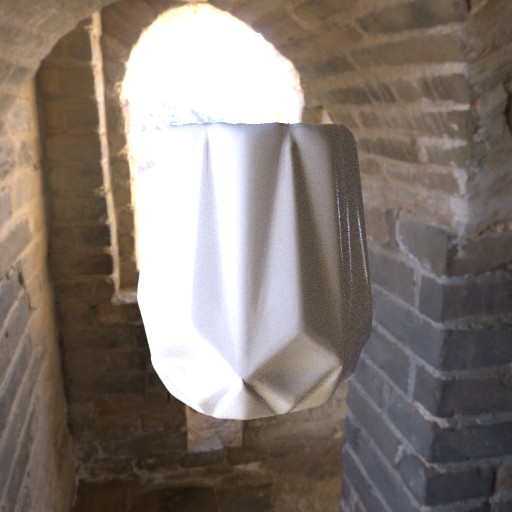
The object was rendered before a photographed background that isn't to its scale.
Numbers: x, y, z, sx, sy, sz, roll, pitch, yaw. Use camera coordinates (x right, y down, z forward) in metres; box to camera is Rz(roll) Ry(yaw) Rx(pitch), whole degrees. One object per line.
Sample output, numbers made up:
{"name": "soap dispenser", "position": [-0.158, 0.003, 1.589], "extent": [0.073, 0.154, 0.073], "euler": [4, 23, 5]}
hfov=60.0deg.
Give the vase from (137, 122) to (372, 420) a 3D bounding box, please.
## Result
{"name": "vase", "position": [0.000, 0.000, 0.266], "extent": [0.141, 0.152, 0.141], "euler": [0, 15, 0]}
